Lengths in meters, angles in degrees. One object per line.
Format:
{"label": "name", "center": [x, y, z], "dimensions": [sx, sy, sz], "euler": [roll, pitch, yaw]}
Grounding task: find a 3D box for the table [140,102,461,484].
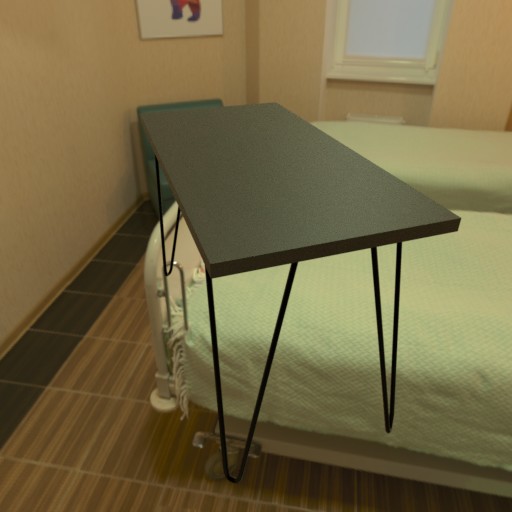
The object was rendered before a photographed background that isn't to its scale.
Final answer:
{"label": "table", "center": [0.000, 0.000, 1.359], "dimensions": [0.499, 0.660, 0.991], "euler": [-10, 34, -16]}
